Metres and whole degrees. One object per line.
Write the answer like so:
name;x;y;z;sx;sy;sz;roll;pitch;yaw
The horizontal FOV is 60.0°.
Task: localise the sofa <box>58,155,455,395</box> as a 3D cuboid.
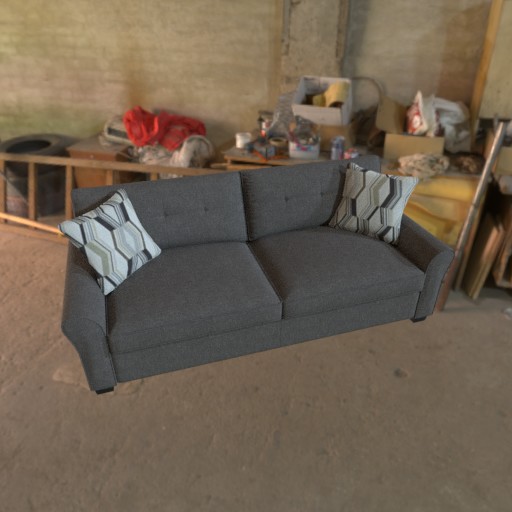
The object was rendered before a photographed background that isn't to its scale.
sofa;0.000;0.000;2.547;2.032;0.813;0.889;-9;33;-15
